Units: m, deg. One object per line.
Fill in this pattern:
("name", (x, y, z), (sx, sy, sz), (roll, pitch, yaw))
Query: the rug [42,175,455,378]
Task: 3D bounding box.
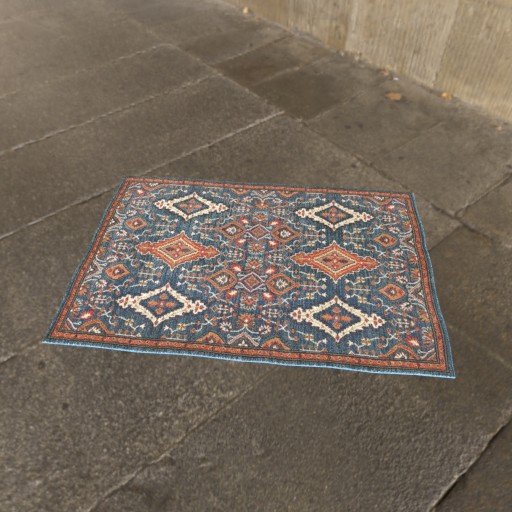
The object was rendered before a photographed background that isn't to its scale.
("rug", (0.000, 0.000, 3.043), (2.373, 0.009, 1.622), (4, 47, 4))
